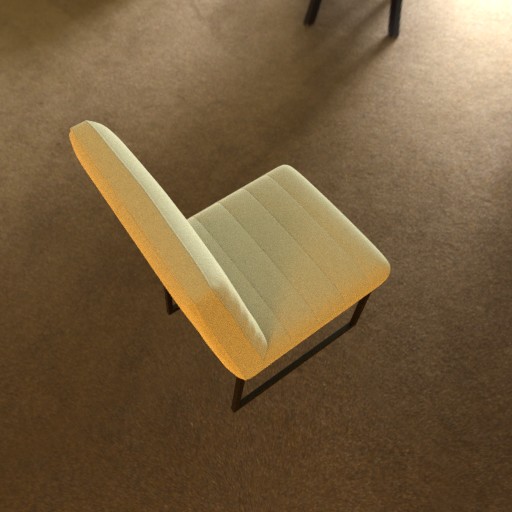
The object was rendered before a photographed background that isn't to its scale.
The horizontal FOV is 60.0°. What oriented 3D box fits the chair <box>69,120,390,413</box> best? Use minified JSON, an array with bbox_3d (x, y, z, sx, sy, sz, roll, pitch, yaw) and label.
[{"bbox_3d":[0.000,0.000,1.288,0.634,0.930,0.520,-31,63,-18],"label":"chair"}]
